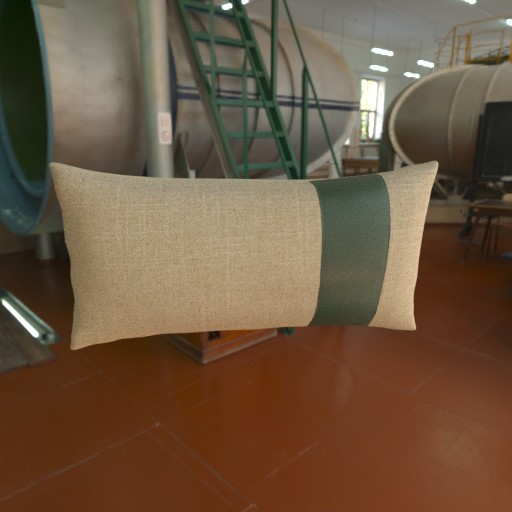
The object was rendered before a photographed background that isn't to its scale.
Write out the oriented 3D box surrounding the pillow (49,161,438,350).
[{"bbox_3d":[0.000,0.000,1.022,0.859,0.429,0.197,-2,15,-8],"label":"pillow"}]
